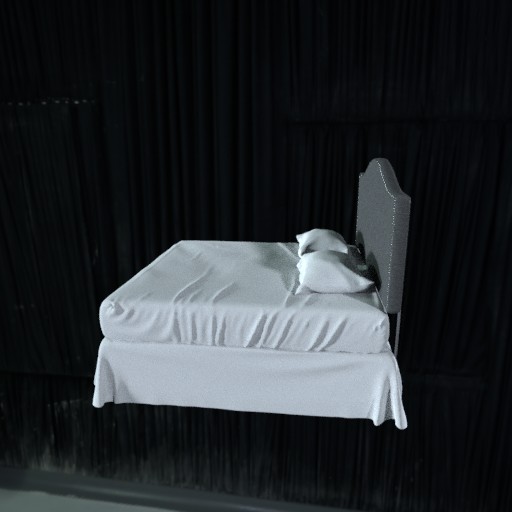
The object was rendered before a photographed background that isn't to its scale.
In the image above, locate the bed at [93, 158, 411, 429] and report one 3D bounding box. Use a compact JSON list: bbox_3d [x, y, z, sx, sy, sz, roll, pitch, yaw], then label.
[{"bbox_3d":[0.000,0.000,3.805,2.219,1.651,2.314,2,15,6],"label":"bed"}]
